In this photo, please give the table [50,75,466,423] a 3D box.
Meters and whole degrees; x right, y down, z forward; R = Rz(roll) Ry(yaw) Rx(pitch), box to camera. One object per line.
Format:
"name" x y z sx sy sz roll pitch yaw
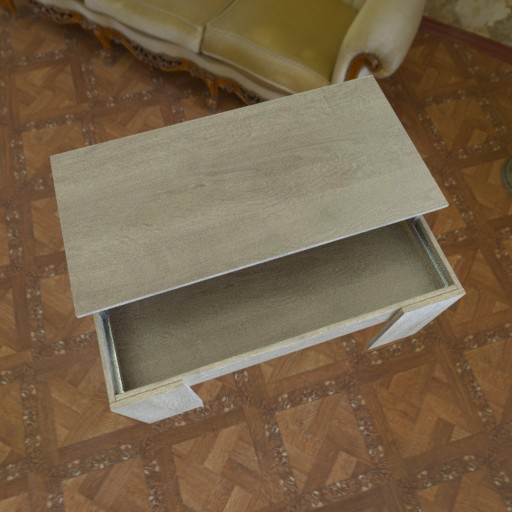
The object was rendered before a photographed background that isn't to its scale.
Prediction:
"table" 0.000 0.000 1.440 1.000 0.570 0.711 -17 67 -7
